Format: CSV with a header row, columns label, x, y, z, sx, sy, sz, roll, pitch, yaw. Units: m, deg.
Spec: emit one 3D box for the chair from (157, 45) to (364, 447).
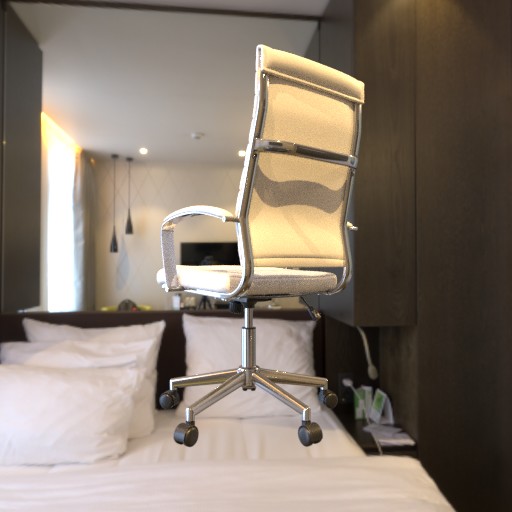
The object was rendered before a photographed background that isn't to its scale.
label,x,y,z,sx,sy,sz,roll,pitch,yaw
chair,0.000,0.000,1.573,0.679,1.149,0.679,1,-2,-37
